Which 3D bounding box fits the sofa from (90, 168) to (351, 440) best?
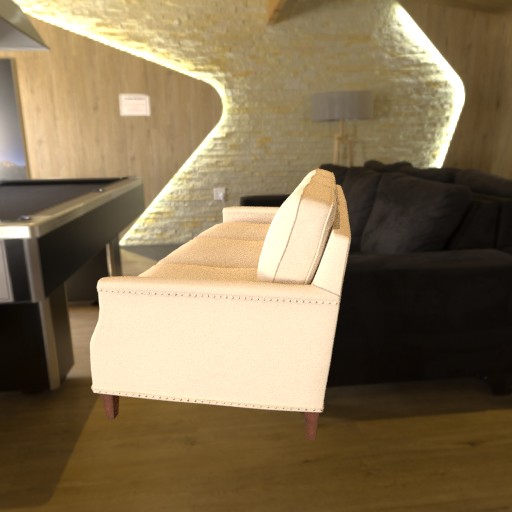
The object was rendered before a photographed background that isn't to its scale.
[{"bbox_3d":[0.000,0.000,2.798,1.084,1.003,2.246,2,14,9],"label":"sofa"}]
